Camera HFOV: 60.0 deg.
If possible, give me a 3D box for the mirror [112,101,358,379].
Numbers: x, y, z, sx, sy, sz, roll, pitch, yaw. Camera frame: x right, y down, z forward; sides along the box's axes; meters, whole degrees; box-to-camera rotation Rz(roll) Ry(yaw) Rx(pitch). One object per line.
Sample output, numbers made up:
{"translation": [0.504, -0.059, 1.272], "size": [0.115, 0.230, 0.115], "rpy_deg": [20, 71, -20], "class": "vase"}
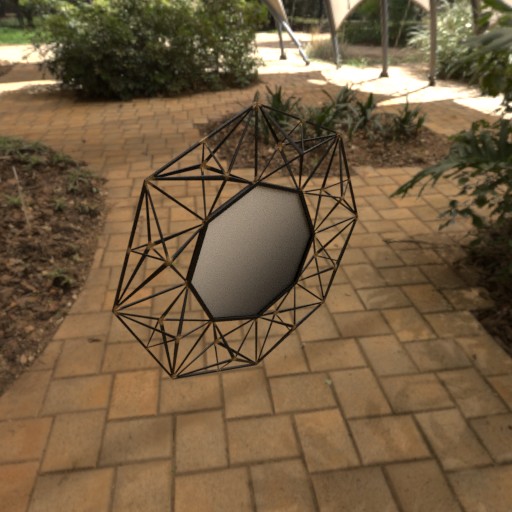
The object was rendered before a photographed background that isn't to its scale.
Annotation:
{"translation": [0.000, 0.000, 1.057], "size": [0.710, 0.710, 0.094], "rpy_deg": [-21, 37, -31], "class": "mirror"}
